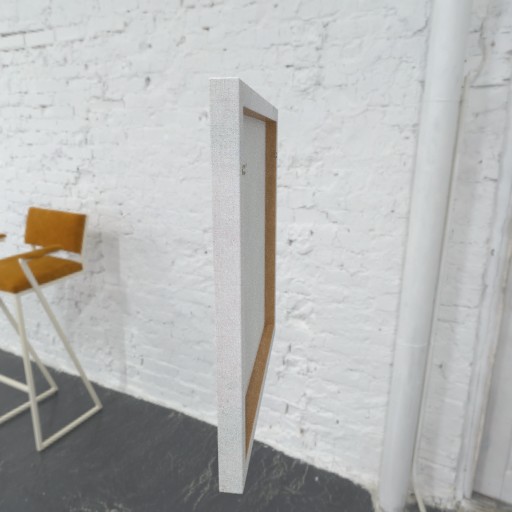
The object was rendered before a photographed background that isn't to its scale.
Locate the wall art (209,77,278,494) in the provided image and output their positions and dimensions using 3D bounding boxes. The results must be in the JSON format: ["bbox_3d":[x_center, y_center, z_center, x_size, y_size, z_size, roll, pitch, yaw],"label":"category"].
[{"bbox_3d":[0.000,0.000,0.911,0.040,0.612,0.612,2,15,7],"label":"wall art"}]
